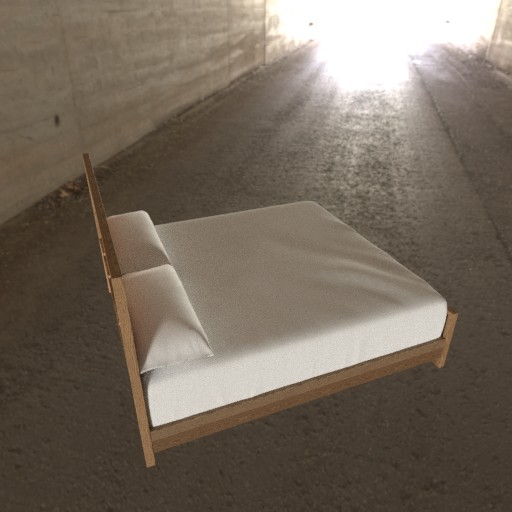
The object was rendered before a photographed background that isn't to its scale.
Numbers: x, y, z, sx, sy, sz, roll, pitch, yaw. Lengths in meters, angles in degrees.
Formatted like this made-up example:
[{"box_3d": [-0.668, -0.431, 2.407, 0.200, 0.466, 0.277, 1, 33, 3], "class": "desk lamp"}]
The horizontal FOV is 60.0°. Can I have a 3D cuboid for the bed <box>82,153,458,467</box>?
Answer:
[{"box_3d": [0.000, 0.000, 3.417, 2.184, 1.295, 2.013, -11, 31, -19], "class": "bed"}]
